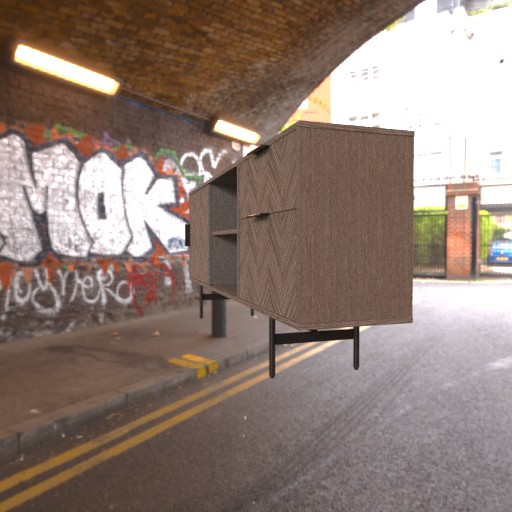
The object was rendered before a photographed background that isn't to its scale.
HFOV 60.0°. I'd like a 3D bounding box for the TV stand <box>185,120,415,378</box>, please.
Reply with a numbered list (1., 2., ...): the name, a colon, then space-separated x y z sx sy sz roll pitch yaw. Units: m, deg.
1. TV stand: 0.000 0.000 2.120 0.405 0.787 1.804 -1 2 -18
